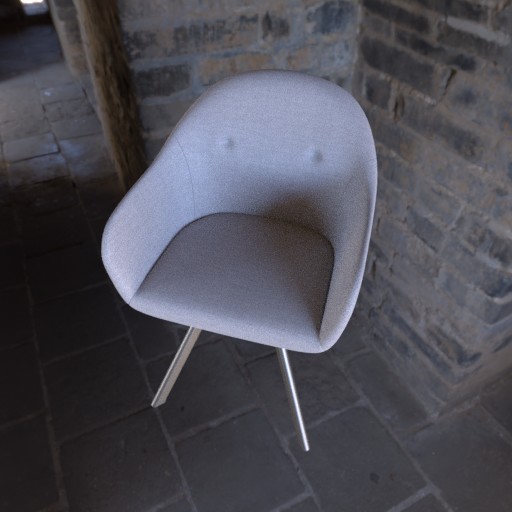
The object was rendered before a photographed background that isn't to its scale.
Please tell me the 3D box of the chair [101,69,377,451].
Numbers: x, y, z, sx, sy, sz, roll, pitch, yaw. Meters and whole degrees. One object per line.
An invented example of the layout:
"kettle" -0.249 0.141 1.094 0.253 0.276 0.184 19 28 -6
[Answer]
"chair" 0.000 0.000 1.159 0.540 0.780 0.570 11 43 12
